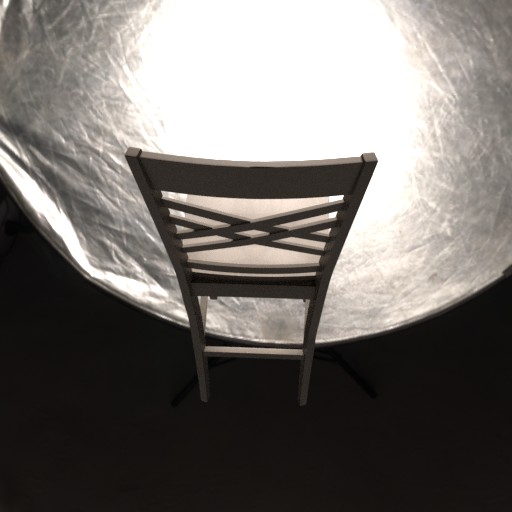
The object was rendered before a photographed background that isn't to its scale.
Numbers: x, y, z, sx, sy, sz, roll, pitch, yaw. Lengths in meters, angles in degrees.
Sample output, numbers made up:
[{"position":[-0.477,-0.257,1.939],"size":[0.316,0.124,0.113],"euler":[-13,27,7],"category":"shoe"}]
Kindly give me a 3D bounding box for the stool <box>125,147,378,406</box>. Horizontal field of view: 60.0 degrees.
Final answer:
[{"position":[0.000,0.000,1.369],"size":[0.462,1.079,0.539],"euler":[2,47,2],"category":"stool"}]
